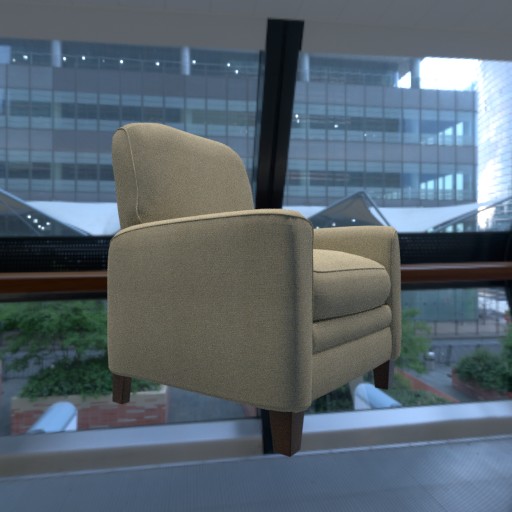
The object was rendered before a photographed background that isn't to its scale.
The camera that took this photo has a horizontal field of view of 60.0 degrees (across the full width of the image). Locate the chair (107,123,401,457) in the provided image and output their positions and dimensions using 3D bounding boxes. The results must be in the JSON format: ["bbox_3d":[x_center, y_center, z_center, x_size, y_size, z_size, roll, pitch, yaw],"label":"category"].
[{"bbox_3d":[0.000,0.000,1.626,0.853,1.006,0.850,0,0,36],"label":"chair"}]
